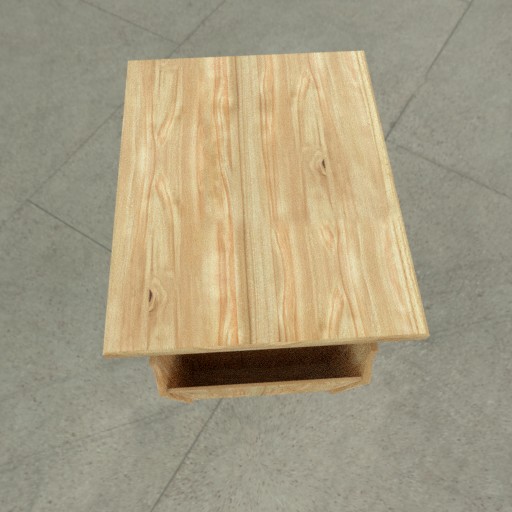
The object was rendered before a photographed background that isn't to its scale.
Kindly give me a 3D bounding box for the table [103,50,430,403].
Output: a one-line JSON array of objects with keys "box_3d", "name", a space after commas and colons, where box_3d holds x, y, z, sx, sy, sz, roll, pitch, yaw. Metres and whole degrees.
[{"box_3d": [0.000, 0.000, 0.842, 0.380, 0.515, 0.530, -3, 65, -1], "name": "table"}]
